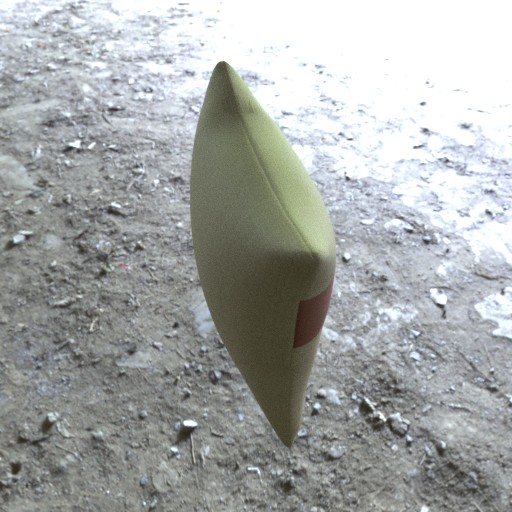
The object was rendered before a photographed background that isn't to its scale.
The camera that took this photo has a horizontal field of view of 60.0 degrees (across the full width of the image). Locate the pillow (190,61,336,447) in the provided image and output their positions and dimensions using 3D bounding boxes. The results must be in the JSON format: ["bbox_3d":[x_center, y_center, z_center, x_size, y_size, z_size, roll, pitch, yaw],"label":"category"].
[{"bbox_3d":[0.000,0.000,0.639,0.173,0.399,0.414,-10,46,-10],"label":"pillow"}]
